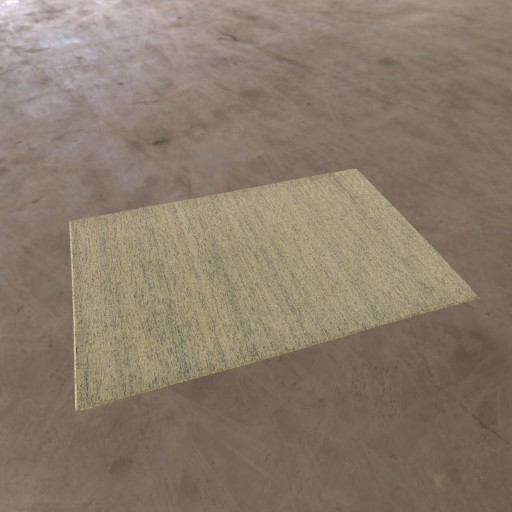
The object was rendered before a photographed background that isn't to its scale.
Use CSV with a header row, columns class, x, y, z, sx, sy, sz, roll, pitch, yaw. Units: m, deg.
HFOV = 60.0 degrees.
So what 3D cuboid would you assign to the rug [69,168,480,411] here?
class,x,y,z,sx,sy,sz,roll,pitch,yaw
rug,0.000,0.000,2.325,1.846,0.014,1.243,-13,44,-14
